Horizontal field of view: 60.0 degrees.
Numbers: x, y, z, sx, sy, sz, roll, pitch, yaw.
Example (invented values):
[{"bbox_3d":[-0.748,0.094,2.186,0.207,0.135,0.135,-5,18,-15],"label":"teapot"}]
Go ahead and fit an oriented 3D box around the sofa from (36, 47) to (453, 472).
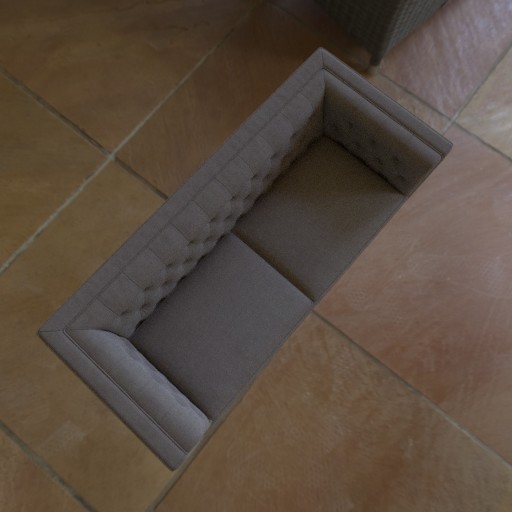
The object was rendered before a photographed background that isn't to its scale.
[{"bbox_3d":[0.000,0.000,2.210,0.775,0.762,1.778,41,79,9],"label":"sofa"}]
